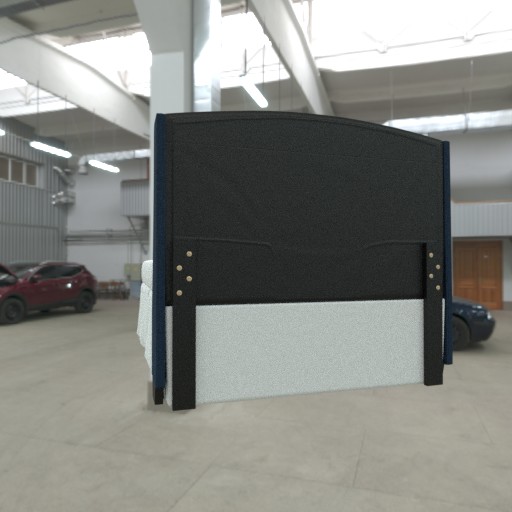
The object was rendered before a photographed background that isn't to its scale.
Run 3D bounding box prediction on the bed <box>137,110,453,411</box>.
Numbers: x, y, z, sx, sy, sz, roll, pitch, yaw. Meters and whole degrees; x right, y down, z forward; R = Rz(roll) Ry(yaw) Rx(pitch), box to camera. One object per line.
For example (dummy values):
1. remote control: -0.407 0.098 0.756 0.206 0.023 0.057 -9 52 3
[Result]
1. bed: 0.000 0.000 3.230 1.604 1.402 2.223 0 -1 -17
